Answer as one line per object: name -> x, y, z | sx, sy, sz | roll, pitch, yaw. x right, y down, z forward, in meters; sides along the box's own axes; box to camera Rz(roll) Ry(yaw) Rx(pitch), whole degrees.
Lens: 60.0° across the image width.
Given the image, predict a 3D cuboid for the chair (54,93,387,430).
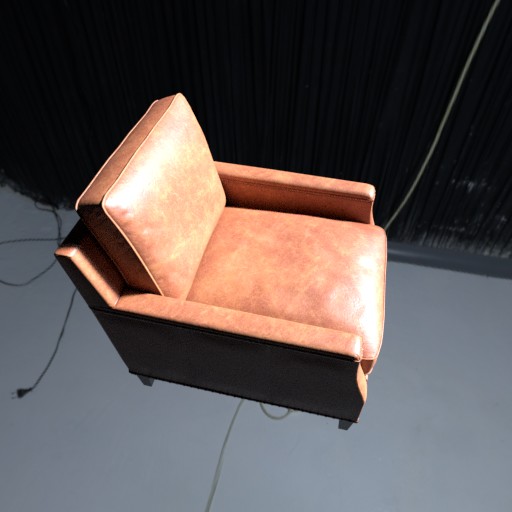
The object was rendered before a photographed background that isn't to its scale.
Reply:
chair -> 0.000, 0.000, 1.716 | 1.014, 0.943, 0.853 | 10, 48, 9
